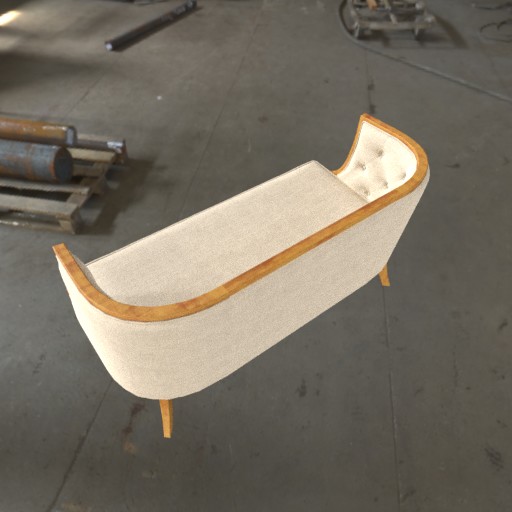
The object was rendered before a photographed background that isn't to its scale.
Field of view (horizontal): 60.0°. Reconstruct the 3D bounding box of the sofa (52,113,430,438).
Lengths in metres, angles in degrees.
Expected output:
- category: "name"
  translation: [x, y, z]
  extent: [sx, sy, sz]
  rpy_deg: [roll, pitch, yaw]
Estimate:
- category: "sofa"
  translation: [0.000, 0.000, 1.924]
  extent: [1.474, 0.775, 0.770]
  rpy_deg: [-29, 52, -25]
